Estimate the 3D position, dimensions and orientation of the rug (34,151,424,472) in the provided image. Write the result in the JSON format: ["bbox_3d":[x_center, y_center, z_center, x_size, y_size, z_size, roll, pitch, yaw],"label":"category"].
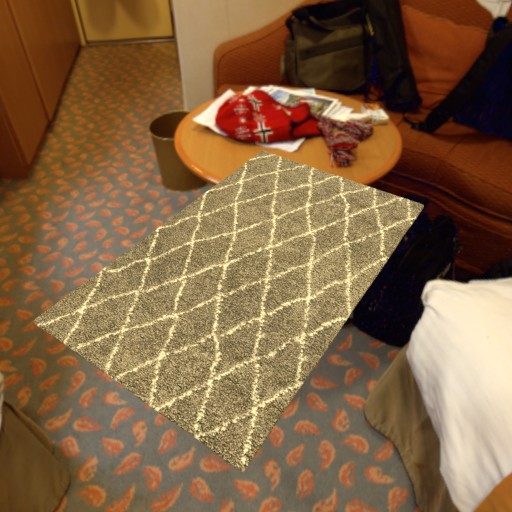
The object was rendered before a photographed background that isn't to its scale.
[{"bbox_3d":[0.000,0.000,3.038,1.524,0.030,2.438,25,48,25],"label":"rug"}]
